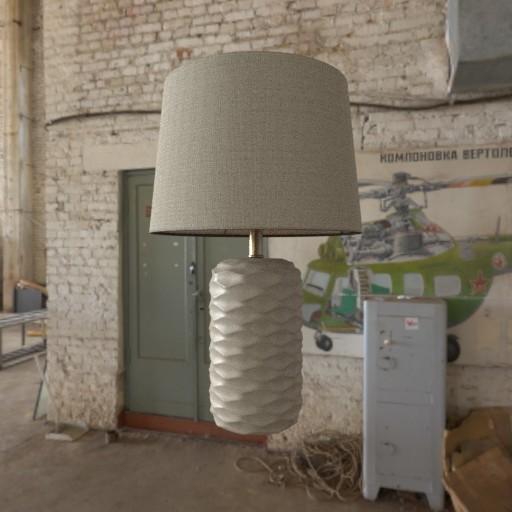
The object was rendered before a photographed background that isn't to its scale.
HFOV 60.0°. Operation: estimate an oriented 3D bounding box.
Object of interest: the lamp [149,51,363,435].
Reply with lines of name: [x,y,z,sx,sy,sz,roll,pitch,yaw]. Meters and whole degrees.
lamp: [0.000,0.000,0.803,0.376,0.594,0.376,0,1,0]
